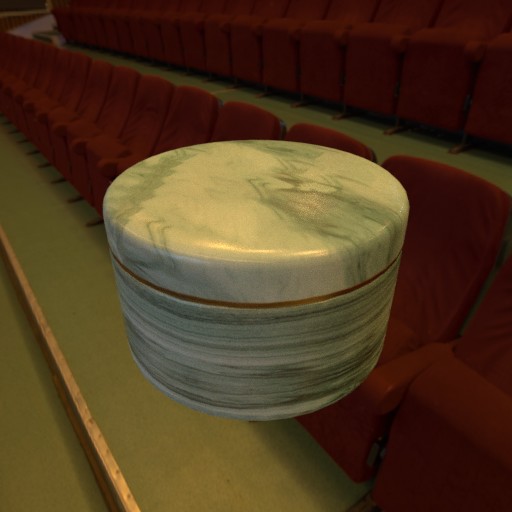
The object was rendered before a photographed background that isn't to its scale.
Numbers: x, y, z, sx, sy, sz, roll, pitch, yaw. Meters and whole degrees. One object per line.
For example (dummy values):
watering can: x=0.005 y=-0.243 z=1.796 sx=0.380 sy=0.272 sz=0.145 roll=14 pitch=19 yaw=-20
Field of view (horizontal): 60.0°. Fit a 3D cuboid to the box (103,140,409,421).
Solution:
box: x=0.000 y=0.000 z=0.166 sx=0.101 sy=0.063 sz=0.101 roll=0 pitch=31 yaw=0
